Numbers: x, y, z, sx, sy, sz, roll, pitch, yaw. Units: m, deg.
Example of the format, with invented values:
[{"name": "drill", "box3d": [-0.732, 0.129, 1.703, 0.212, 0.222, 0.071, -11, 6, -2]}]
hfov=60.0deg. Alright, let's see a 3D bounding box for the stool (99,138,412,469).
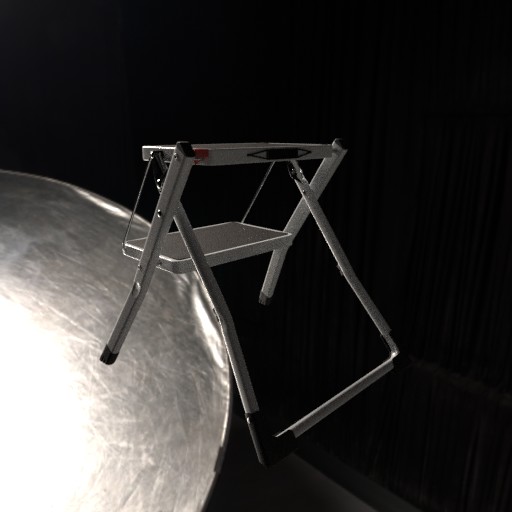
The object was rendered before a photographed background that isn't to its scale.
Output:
[{"name": "stool", "box3d": [0.000, 0.000, 0.875, 0.485, 0.445, 0.490, -15, 22, -42]}]
